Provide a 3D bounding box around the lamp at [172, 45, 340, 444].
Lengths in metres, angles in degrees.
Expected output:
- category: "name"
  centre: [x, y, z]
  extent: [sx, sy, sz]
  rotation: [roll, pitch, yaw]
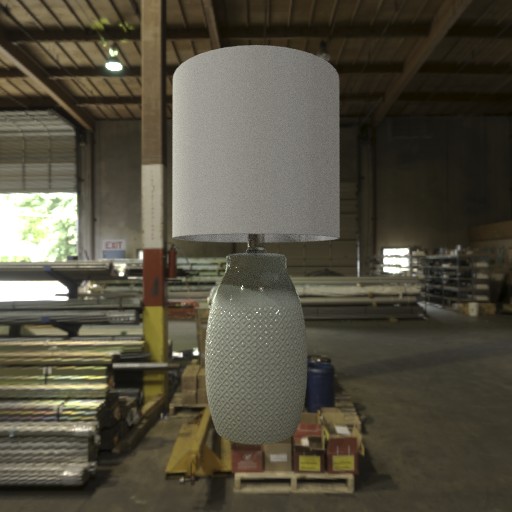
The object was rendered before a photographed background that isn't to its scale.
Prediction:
- category: "lamp"
  centre: [0.000, 0.000, 0.584]
  extent: [0.217, 0.453, 0.217]
  rotation: [0, -1, 0]
